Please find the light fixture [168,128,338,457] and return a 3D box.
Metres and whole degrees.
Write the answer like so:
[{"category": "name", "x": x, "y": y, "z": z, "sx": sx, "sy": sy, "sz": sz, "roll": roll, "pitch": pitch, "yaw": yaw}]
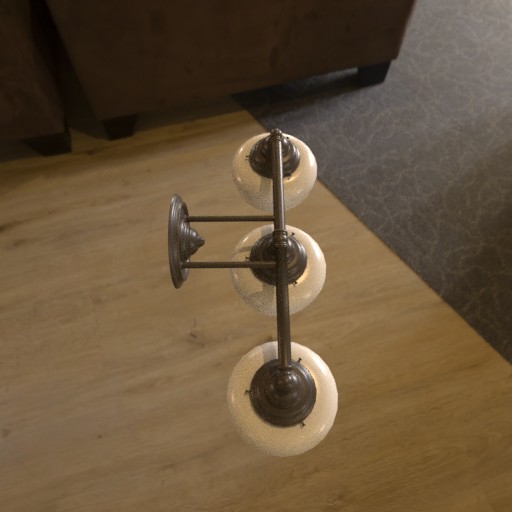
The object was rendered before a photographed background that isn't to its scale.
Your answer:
[{"category": "light fixture", "x": 0.000, "y": 0.000, "z": 0.715, "sx": 0.239, "sy": 0.242, "sz": 0.587, "roll": 0, "pitch": 63, "yaw": 0}]
